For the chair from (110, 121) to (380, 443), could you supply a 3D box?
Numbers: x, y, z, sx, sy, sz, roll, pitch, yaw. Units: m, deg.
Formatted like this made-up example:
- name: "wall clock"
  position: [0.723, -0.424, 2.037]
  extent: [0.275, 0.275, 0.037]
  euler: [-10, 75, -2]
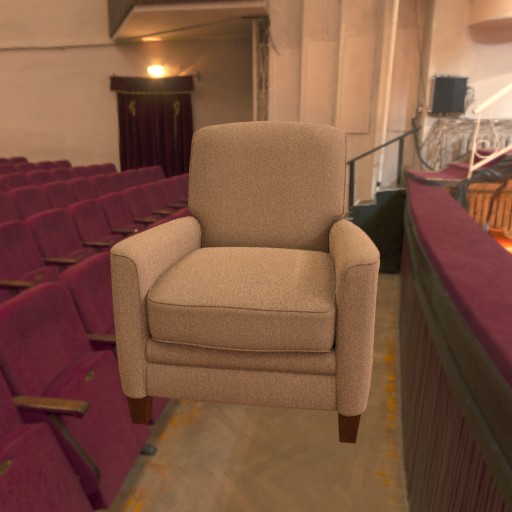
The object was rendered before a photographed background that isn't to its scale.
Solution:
- name: "chair"
  position: [0.000, 0.000, 1.684]
  extent: [0.848, 1.014, 0.864]
  euler: [2, 15, 8]
